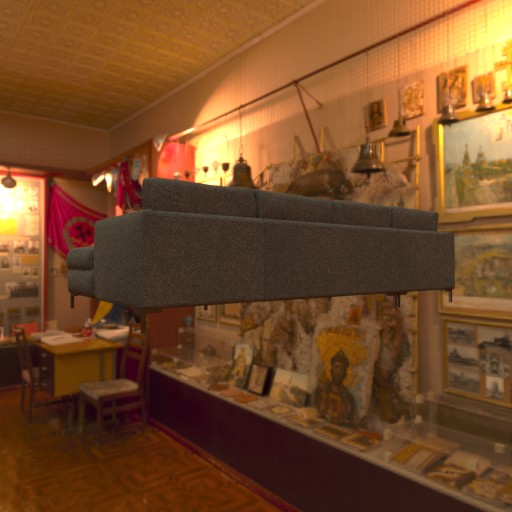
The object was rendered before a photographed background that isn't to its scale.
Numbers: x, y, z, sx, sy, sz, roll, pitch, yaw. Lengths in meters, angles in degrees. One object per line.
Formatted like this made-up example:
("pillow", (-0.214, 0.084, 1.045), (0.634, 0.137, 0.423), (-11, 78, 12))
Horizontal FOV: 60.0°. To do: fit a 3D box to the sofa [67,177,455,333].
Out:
("sofa", (0.000, 0.000, 3.841), (2.956, 0.813, 2.007), (1, -1, -37))
